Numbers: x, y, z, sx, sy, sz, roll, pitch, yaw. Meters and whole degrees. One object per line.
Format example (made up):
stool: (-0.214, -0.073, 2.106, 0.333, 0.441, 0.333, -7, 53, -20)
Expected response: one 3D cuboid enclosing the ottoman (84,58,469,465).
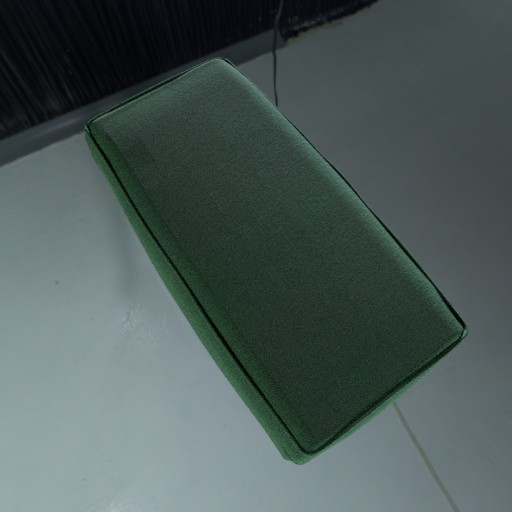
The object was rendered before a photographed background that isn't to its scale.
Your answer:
ottoman: (0.000, 0.000, 1.193, 0.483, 0.471, 0.957, -32, 70, -13)
